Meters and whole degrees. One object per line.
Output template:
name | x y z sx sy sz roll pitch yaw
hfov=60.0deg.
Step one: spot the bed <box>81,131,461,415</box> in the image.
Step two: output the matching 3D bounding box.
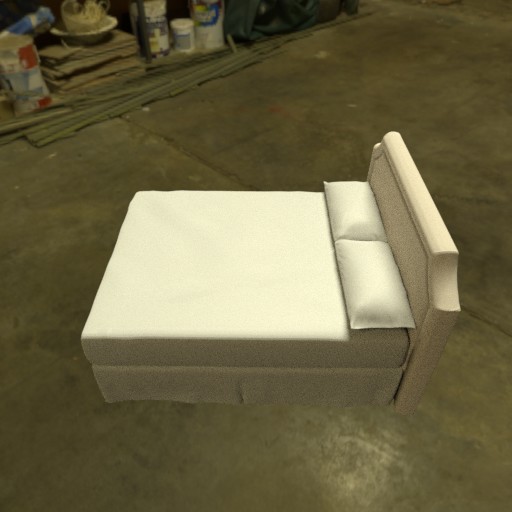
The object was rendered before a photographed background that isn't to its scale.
bed | 0.000 0.000 3.246 2.164 1.297 1.828 0 42 1
